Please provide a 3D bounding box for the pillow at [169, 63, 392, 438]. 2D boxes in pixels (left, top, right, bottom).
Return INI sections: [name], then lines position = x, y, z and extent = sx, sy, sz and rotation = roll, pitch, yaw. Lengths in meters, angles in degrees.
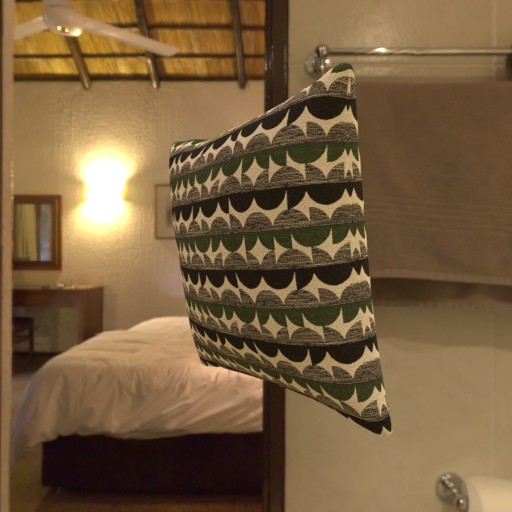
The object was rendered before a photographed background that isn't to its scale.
[pillow]
position = 0.000, 0.000, 0.635
extent = 0.180, 0.404, 0.419
rotation = 0, 0, -36
